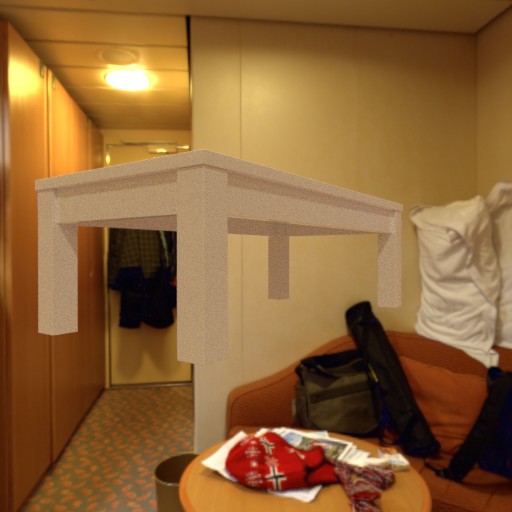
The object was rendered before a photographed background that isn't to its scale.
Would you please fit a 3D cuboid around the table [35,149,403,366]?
[{"bbox_3d":[0.000,0.000,1.706,0.700,0.470,1.350,0,0,36],"label":"table"}]
